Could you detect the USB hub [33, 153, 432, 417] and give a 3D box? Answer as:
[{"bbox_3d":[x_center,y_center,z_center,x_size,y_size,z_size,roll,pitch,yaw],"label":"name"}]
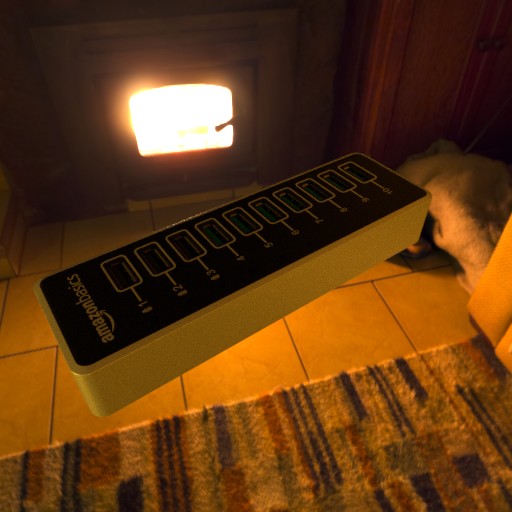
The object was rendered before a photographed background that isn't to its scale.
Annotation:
[{"bbox_3d":[0.000,0.000,0.165,0.145,0.023,0.044,-25,48,-25],"label":"USB hub"}]
